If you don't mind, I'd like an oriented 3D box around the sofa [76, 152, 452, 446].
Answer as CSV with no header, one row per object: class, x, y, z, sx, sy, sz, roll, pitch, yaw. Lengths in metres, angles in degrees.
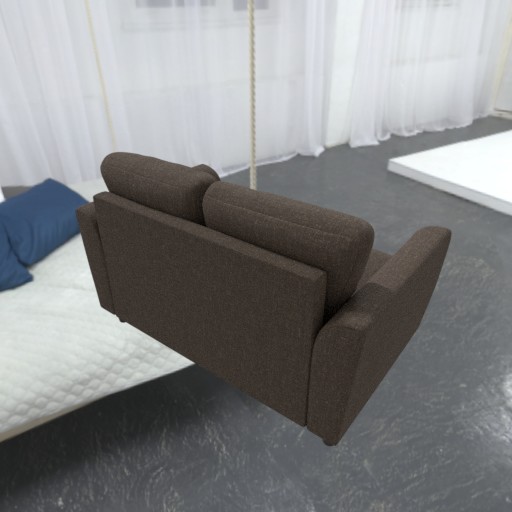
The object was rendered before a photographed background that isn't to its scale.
sofa,0.000,0.000,2.005,1.423,0.885,0.851,21,36,32
